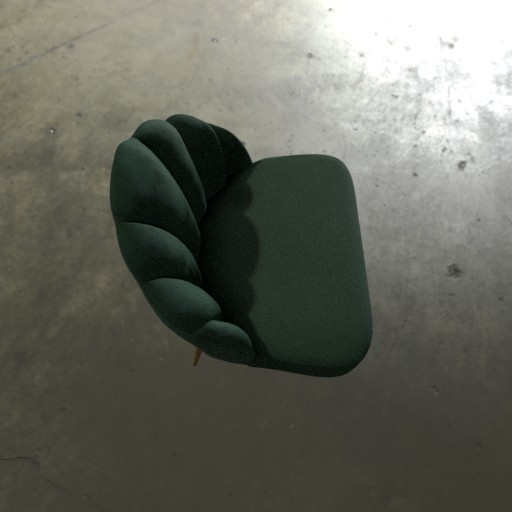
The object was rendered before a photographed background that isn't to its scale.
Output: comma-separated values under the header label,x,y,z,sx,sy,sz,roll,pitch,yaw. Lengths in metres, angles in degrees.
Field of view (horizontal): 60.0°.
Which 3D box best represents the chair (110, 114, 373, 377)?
label,x,y,z,sx,sy,sz,roll,pitch,yaw
chair,0.000,0.000,1.263,0.599,0.819,0.657,0,63,0
